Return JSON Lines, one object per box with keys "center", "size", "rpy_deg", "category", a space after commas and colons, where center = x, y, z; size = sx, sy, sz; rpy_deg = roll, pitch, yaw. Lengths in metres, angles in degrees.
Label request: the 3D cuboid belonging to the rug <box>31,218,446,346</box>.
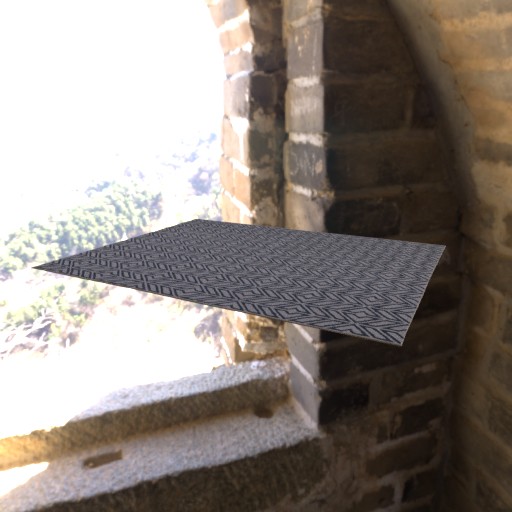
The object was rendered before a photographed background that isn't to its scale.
{"center": [0.000, 0.000, 4.112], "size": [3.045, 0.008, 2.421], "rpy_deg": [8, 18, 27], "category": "rug"}
